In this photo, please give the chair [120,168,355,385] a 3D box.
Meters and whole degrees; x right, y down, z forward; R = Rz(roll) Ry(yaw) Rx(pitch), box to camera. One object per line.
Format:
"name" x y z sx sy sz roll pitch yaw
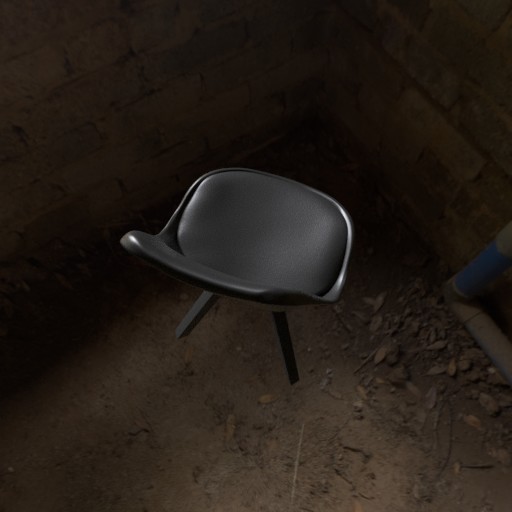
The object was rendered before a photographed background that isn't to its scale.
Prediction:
"chair" 0.000 0.000 1.192 0.485 0.850 0.530 20 66 9
